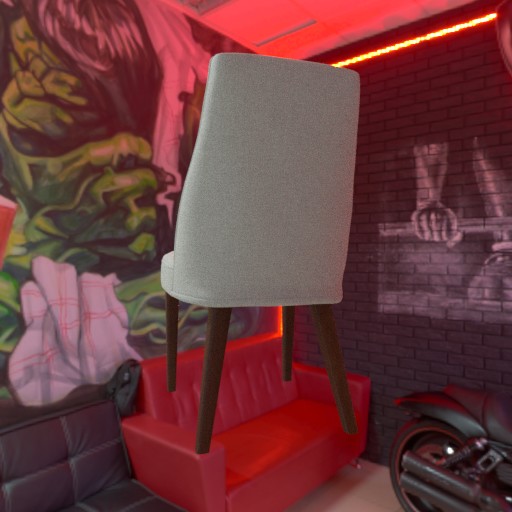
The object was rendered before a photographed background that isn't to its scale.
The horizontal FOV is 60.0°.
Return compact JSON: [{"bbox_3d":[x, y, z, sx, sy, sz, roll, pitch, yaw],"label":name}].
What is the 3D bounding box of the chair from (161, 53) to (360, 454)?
[{"bbox_3d":[0.000,0.000,1.304,0.500,0.930,0.620,0,0,-17],"label":"chair"}]
